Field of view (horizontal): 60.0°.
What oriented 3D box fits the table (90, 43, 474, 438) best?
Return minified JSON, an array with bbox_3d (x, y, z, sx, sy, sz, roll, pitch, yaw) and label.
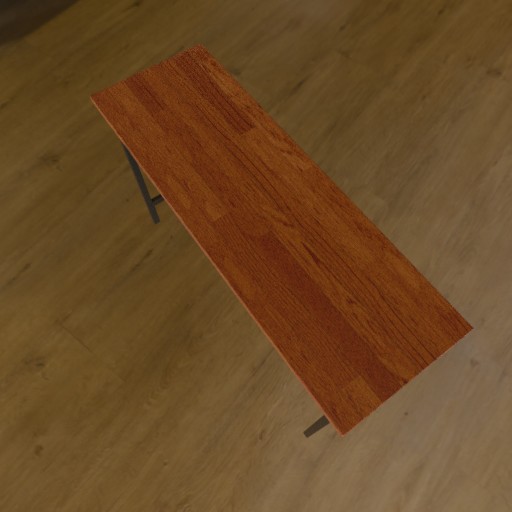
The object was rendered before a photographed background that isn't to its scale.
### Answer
[{"bbox_3d":[0.000,0.000,1.540,0.408,0.740,1.204,-33,68,-15],"label":"table"}]
